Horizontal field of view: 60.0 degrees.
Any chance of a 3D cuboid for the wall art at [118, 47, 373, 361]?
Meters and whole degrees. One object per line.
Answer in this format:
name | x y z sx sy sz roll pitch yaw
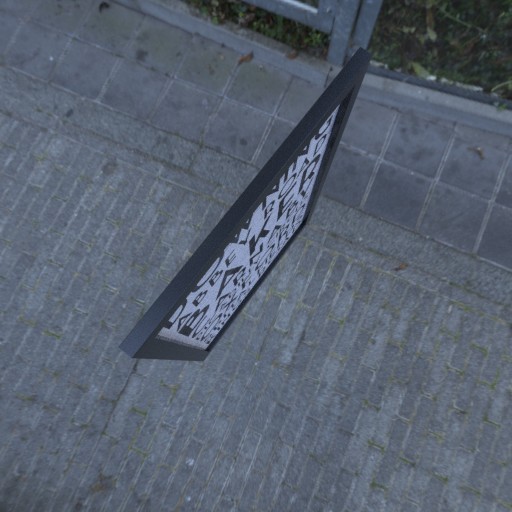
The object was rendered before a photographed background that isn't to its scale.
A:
wall art | 0.000 0.000 0.829 0.019 0.656 0.462 36 79 8
